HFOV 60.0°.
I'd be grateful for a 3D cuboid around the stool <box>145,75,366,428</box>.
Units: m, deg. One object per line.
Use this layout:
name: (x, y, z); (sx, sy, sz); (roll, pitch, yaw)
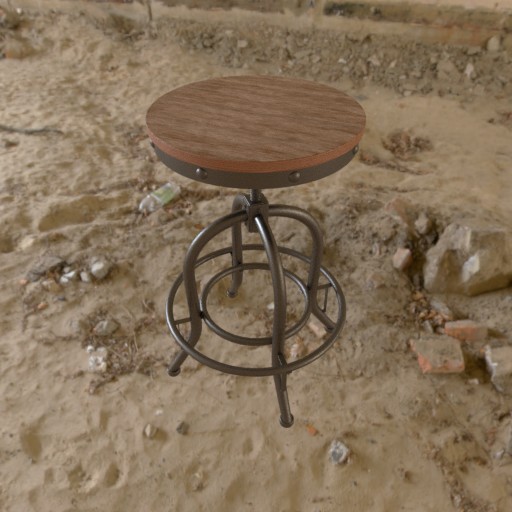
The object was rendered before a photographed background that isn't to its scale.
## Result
stool: (0.000, 0.000, 0.907); (0.439, 0.609, 0.439); (-12, 41, -14)
